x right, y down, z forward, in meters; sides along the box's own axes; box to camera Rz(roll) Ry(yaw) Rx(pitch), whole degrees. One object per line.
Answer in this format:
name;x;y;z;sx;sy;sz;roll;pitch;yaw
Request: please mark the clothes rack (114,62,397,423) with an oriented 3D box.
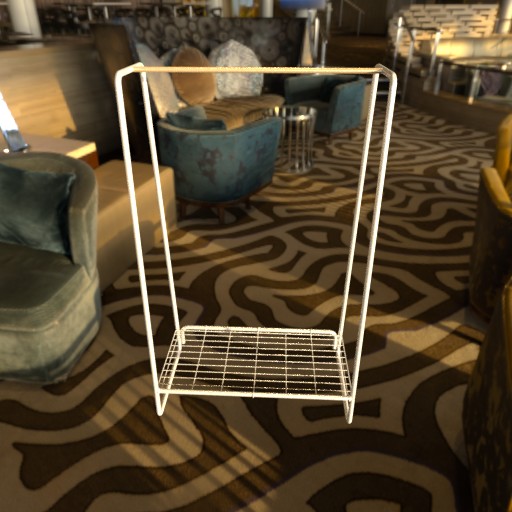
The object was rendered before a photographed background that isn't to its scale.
clothes rack;0.000;0.000;1.898;0.900;1.500;0.495;1;30;3
